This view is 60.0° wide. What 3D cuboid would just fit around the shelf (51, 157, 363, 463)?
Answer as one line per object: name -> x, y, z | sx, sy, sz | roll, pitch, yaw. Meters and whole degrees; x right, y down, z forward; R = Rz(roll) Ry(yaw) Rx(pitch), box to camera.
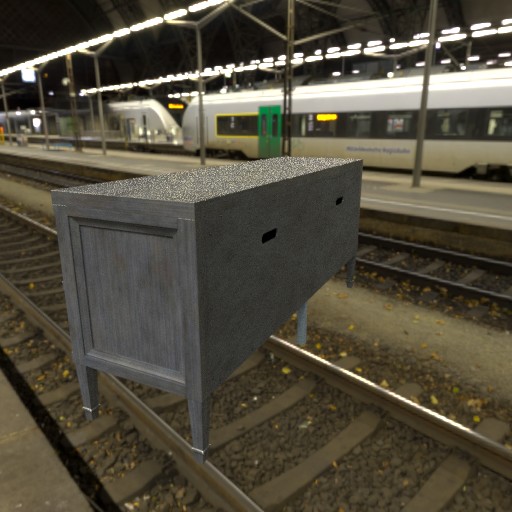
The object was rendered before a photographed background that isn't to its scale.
shelf -> 0.000, 0.000, 1.869 | 0.479, 0.719, 1.575 | 8, 18, 25
